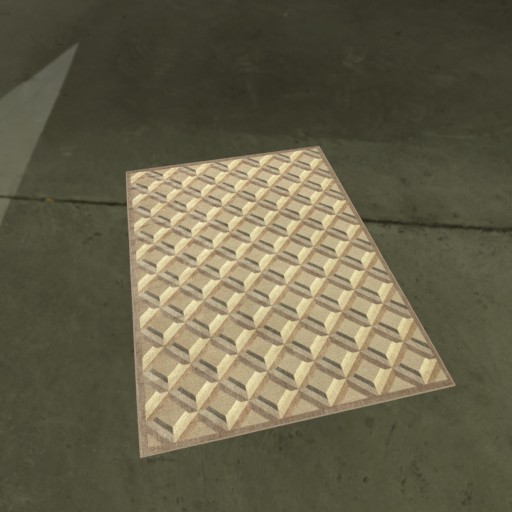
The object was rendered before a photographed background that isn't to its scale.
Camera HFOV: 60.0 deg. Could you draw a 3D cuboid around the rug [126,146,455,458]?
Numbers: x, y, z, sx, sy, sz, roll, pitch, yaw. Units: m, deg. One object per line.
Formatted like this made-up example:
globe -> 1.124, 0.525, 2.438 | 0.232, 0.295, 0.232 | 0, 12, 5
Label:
rug -> 0.000, 0.000, 4.285 | 2.382, 0.018, 3.294 | -10, 48, -9
